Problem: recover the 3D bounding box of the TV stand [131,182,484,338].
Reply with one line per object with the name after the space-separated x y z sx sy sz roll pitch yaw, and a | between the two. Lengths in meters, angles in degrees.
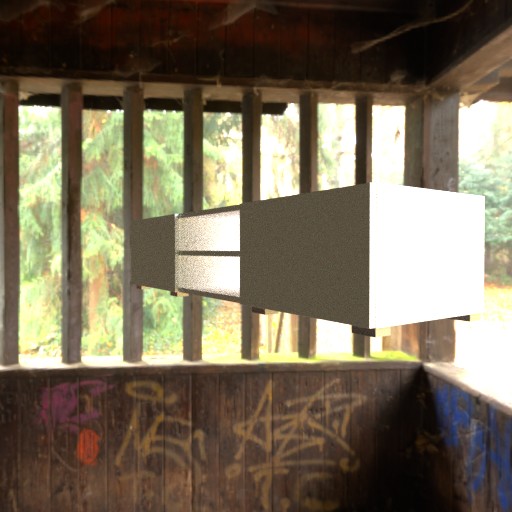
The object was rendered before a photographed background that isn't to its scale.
0.000 0.000 1.564 0.420 0.310 1.400 -1 1 -35 | TV stand
